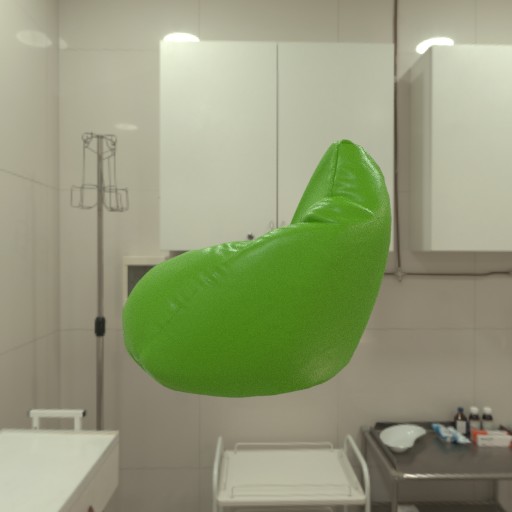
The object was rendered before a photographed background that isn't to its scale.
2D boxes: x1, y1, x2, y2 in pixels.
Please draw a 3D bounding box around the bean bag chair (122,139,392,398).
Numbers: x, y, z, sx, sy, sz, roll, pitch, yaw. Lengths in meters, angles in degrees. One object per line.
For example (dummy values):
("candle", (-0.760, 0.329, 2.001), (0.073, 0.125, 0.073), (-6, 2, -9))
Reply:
("bean bag chair", (0.000, 0.000, 1.899), (1.070, 0.990, 1.070), (0, 0, -1))
